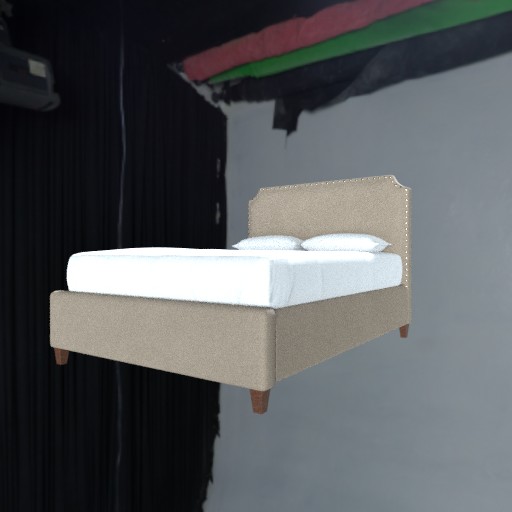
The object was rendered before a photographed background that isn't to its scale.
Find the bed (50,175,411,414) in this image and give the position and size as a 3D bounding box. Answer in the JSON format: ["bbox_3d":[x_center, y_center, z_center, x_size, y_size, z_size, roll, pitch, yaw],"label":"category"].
[{"bbox_3d":[0.000,0.000,3.382,1.703,1.415,2.329,0,0,35],"label":"bed"}]
